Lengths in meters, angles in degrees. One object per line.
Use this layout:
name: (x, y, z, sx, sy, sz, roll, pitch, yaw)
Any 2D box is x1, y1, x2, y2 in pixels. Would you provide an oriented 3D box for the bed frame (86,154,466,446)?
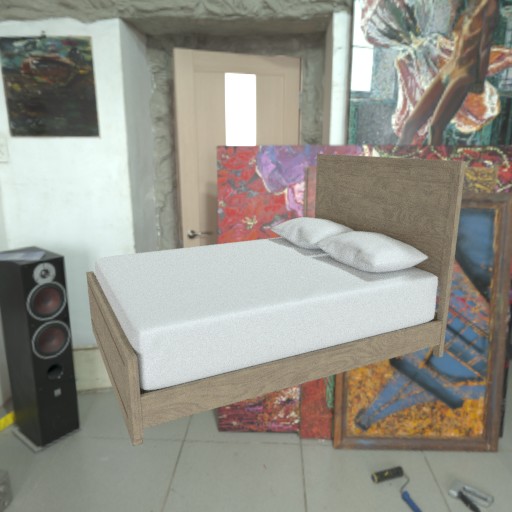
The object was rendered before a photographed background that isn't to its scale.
bed frame: (0.000, 0.000, 3.219, 2.189, 1.369, 1.606, -7, 17, -26)
